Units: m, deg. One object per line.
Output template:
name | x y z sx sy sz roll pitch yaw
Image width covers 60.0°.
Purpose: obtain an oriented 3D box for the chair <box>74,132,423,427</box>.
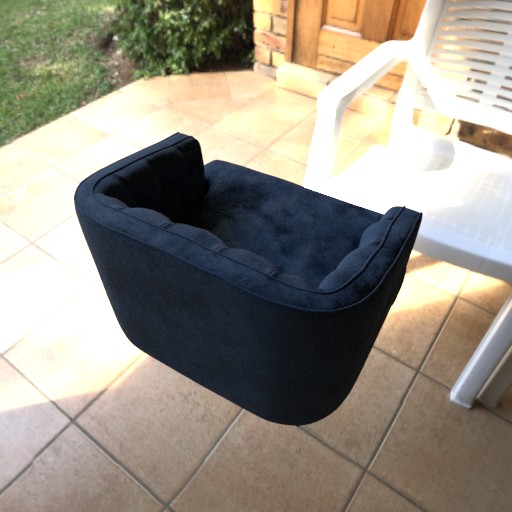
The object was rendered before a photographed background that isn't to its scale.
chair | 0.000 0.000 1.784 1.094 0.852 0.940 23 51 20
